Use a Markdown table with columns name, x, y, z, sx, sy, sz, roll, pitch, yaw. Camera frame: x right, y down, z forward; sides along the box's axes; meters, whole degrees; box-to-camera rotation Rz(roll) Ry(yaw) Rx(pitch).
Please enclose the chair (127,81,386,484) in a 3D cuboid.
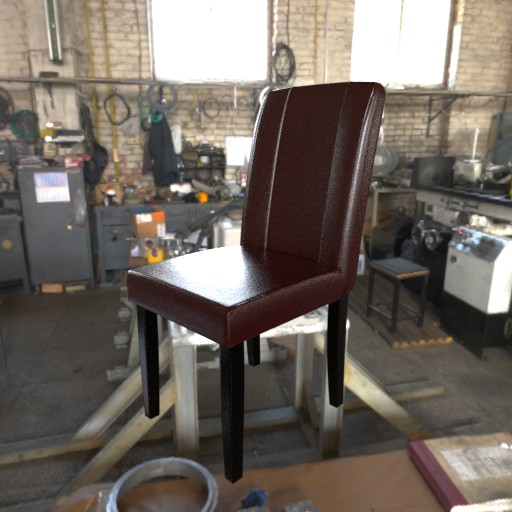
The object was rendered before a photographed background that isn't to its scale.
| name | x | y | z | sx | sy | sz | roll | pitch | yaw |
| --- | --- | --- | --- | --- | --- | --- | --- | --- | --- |
| chair | 0.000 | 0.000 | 1.180 | 0.399 | 0.897 | 0.556 | 14 | 21 | 43 |
